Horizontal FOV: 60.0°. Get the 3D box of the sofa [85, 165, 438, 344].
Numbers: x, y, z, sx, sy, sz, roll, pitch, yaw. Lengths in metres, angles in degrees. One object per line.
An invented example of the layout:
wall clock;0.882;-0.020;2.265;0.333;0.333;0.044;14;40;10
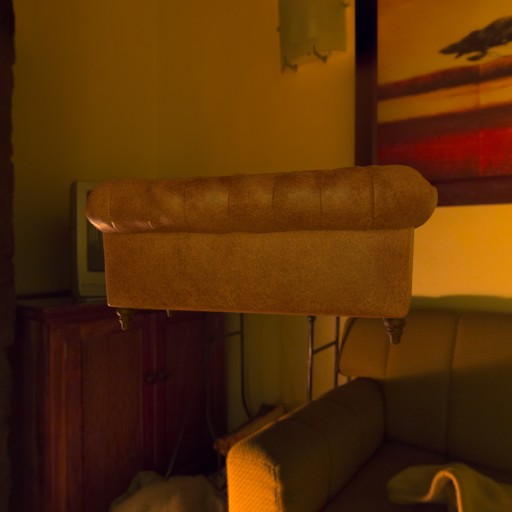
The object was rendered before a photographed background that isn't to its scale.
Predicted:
sofa;0.000;0.000;2.595;1.979;0.877;1.042;0;0;16
